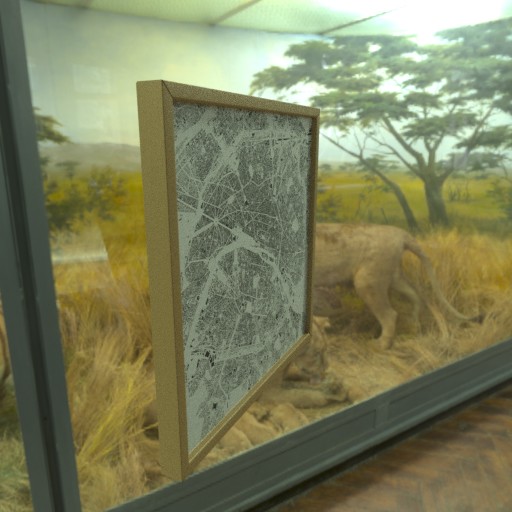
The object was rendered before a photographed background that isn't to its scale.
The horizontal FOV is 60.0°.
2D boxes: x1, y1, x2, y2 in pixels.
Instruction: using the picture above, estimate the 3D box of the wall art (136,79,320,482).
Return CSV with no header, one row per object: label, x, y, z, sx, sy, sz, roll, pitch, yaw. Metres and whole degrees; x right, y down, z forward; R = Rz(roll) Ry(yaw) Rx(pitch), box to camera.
wall art,0.000,0.000,0.760,0.036,0.509,0.509,7,16,26
